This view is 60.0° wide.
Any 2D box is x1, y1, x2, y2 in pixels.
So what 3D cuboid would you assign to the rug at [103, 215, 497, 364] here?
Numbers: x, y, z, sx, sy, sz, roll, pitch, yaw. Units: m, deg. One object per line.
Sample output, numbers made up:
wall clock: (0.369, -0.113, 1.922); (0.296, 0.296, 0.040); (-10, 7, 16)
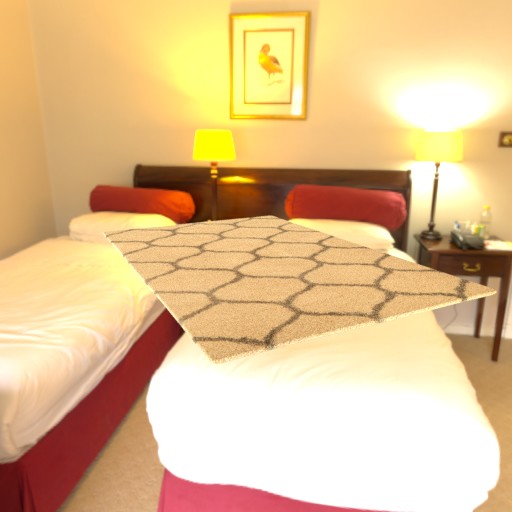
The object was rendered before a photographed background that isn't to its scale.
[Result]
rug: (0.000, 0.000, 3.347); (1.801, 0.026, 2.701); (-8, 18, -26)
